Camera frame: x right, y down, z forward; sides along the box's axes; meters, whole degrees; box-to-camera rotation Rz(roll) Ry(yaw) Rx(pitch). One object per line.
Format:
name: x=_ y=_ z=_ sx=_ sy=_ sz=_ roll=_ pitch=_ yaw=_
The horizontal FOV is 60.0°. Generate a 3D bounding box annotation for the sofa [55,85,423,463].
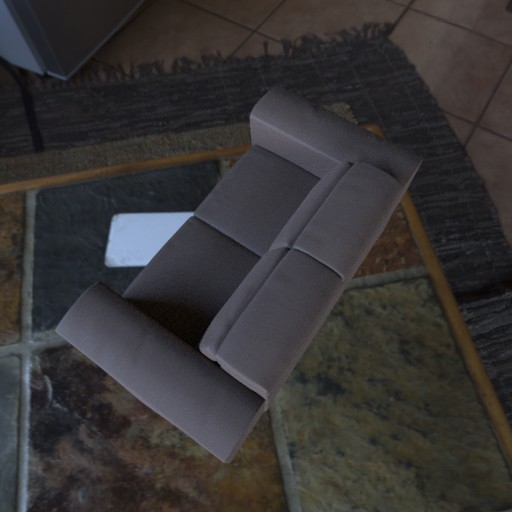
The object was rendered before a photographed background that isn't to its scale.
sofa: x=0.000 y=0.000 z=2.458 sx=1.003 sy=0.779 sz=1.895 roll=32 pitch=69 yaw=14
